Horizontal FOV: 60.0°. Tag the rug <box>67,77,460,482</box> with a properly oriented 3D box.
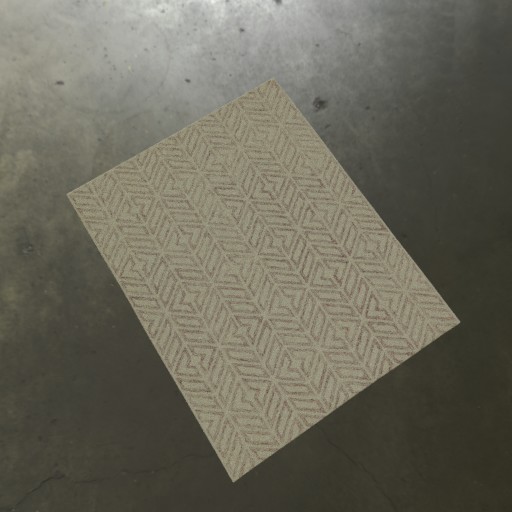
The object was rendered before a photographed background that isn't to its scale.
[{"bbox_3d":[0.000,0.000,4.152,2.421,0.008,3.045,-32,78,-8],"label":"rug"}]
